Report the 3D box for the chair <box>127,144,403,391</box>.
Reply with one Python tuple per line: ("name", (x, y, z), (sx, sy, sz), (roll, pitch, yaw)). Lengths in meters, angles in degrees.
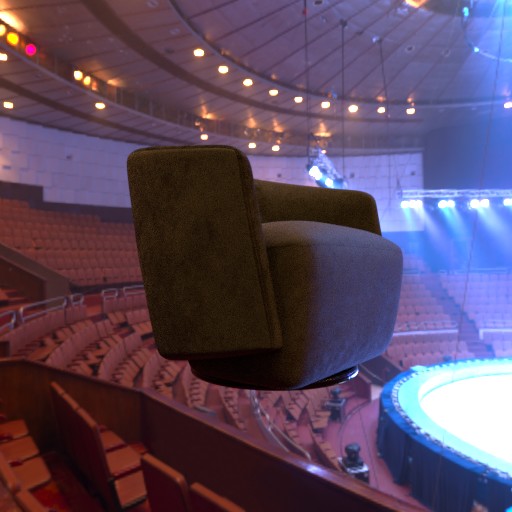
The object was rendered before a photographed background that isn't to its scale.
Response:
("chair", (0.000, 0.000, 1.410), (0.767, 0.698, 0.773), (-1, -2, 37))
